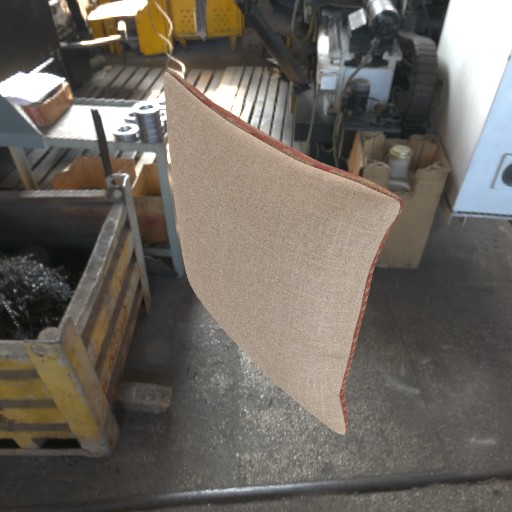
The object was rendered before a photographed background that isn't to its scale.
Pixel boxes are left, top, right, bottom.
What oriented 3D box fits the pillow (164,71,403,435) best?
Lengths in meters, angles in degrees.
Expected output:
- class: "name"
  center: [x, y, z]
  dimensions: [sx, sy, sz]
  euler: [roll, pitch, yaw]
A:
- class: "pillow"
  center: [0.000, 0.000, 0.776]
  dimensions: [0.182, 0.503, 0.511]
  euler: [-27, 48, -27]
